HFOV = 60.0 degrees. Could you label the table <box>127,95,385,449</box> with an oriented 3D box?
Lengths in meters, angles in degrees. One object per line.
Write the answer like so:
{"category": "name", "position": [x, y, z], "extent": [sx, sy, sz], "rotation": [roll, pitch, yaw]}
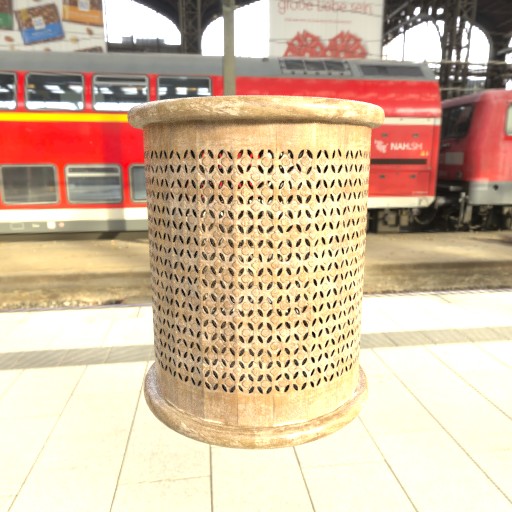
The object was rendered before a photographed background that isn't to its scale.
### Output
{"category": "table", "position": [0.000, 0.000, 0.777], "extent": [0.407, 0.482, 0.407], "rotation": [0, 12, 0]}
